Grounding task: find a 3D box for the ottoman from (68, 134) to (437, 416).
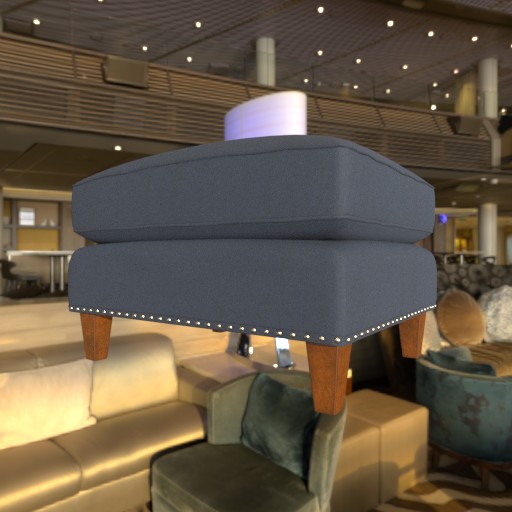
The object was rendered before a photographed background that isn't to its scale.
[{"bbox_3d":[0.000,0.000,1.115,0.741,0.513,0.584,0,0,35],"label":"ottoman"}]
